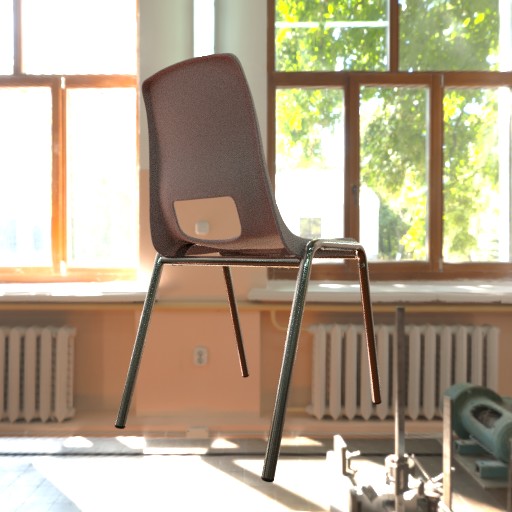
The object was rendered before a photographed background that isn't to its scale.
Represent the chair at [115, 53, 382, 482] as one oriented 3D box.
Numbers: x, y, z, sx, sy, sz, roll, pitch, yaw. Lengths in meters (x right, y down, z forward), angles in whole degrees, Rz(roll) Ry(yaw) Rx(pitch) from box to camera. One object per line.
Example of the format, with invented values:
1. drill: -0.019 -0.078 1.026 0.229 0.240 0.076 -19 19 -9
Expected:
1. chair: 0.000 0.000 0.909 0.381 0.653 0.436 0 1 35
